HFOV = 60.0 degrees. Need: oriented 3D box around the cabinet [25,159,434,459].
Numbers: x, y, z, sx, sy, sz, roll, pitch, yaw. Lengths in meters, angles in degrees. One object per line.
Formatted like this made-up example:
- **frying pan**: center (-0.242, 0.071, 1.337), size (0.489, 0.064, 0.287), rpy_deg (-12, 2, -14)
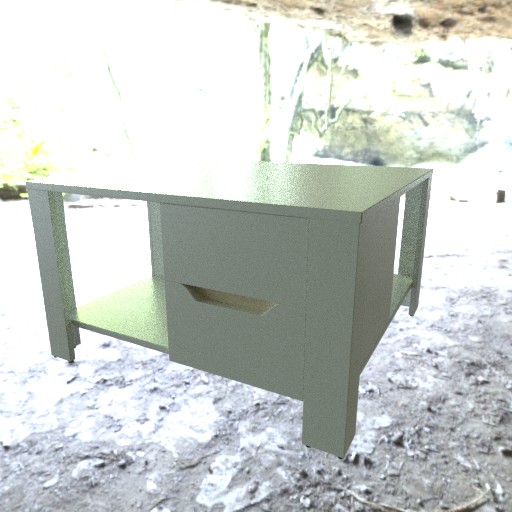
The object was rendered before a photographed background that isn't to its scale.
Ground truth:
- **cabinet**: center (0.000, 0.000, 1.260), size (0.800, 0.460, 0.800), rpy_deg (9, 19, 27)
